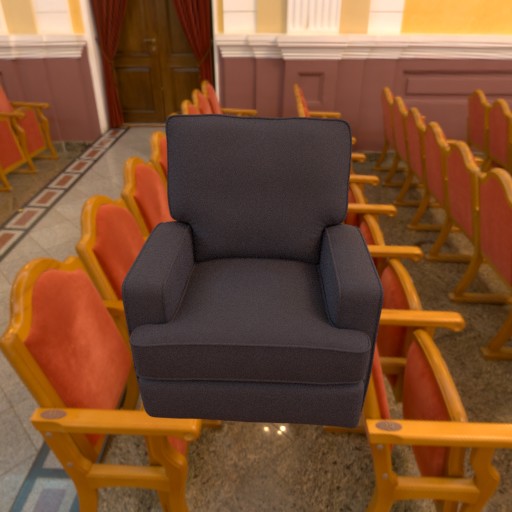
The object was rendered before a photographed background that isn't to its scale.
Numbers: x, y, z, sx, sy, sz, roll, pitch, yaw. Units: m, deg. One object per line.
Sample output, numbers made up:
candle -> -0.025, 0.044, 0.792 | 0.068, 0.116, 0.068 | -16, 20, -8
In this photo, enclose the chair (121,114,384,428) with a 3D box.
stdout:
chair -> 0.000, 0.000, 1.737 | 0.861, 0.962, 0.964 | 1, 30, 2
